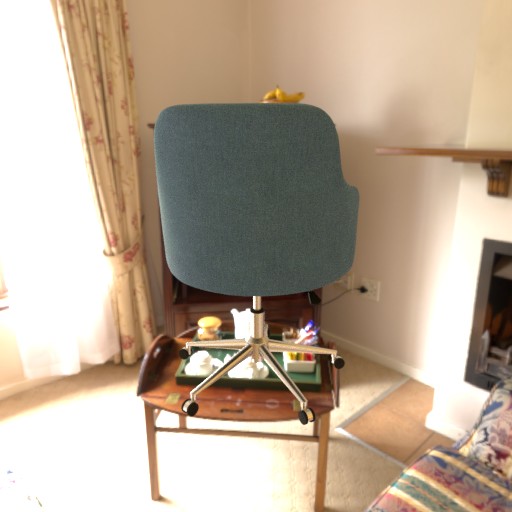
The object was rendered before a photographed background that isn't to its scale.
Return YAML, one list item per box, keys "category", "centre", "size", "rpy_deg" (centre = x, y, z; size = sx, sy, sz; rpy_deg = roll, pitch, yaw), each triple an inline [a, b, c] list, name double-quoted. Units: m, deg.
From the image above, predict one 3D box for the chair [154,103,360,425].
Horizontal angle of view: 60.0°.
- category: "chair"
  centre: [0.000, 0.000, 1.311]
  size: [0.599, 0.820, 0.655]
  rpy_deg: [2, 15, 7]
